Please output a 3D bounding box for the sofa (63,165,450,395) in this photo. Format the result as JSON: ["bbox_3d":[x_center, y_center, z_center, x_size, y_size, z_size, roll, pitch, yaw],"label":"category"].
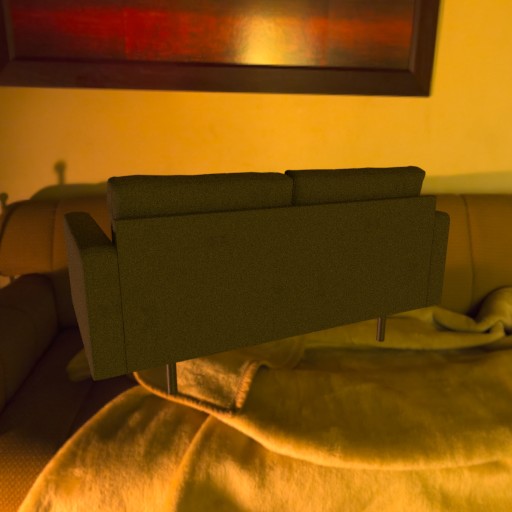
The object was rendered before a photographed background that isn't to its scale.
[{"bbox_3d":[0.000,0.000,2.258,1.730,0.897,0.889,-7,16,-25],"label":"sofa"}]
